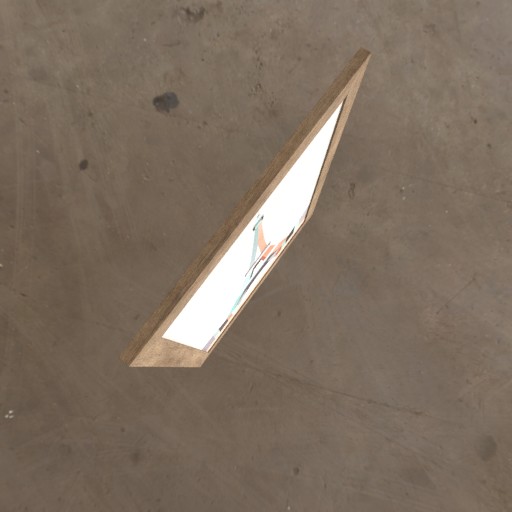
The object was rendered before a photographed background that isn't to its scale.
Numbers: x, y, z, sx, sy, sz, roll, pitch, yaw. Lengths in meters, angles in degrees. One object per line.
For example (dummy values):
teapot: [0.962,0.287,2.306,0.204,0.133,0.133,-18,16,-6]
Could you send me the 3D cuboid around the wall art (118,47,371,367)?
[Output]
wall art: [0.000,0.000,0.909,0.018,0.686,0.534,35,78,8]
